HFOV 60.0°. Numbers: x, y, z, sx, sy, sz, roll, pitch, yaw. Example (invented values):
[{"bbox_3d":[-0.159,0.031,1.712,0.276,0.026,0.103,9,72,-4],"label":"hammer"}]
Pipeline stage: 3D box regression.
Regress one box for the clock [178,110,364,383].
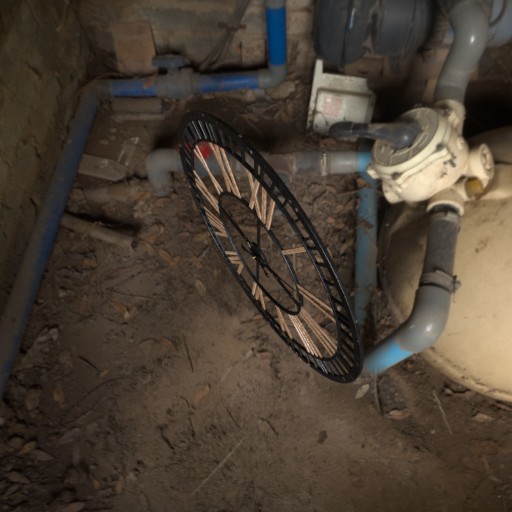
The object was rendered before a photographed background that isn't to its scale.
[{"bbox_3d":[0.000,0.000,1.251,0.025,0.843,0.843,-32,67,-15],"label":"clock"}]
